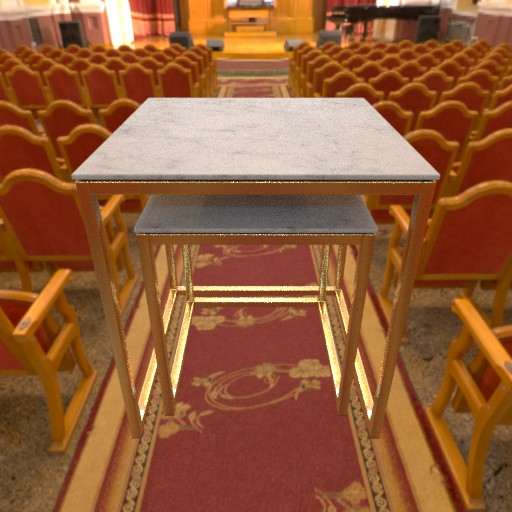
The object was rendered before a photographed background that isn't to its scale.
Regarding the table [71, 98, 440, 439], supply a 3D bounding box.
[{"bbox_3d":[0.000,0.000,0.860,0.450,0.500,0.450,0,31,0],"label":"table"}]
